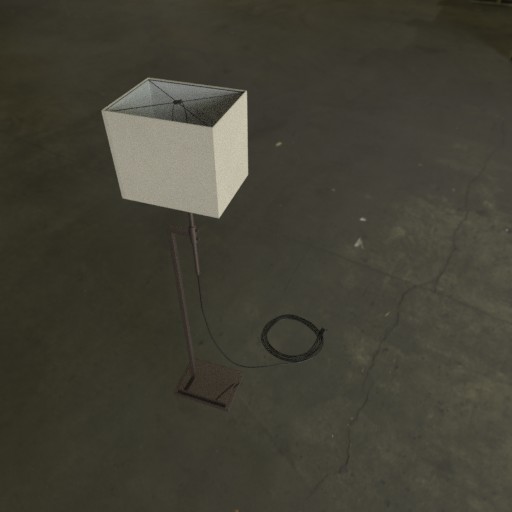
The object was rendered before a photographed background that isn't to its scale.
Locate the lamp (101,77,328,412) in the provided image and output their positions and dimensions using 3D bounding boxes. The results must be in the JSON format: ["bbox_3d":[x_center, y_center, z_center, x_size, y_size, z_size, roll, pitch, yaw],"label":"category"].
[{"bbox_3d":[0.000,0.000,2.021,0.698,1.600,0.774,13,43,14],"label":"lamp"}]
